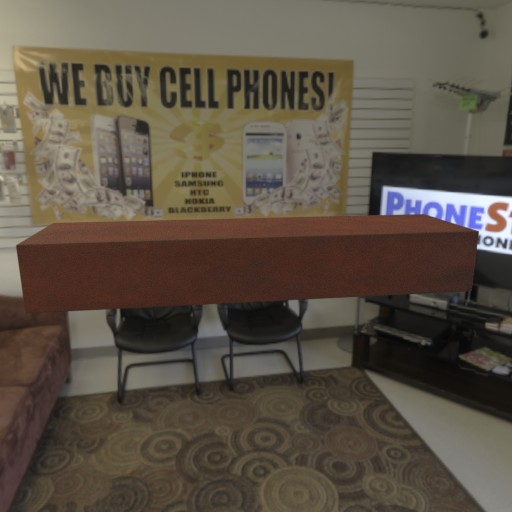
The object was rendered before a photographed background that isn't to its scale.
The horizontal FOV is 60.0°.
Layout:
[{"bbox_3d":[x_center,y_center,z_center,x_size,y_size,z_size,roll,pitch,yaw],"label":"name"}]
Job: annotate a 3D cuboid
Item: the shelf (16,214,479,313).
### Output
[{"bbox_3d":[0.000,0.000,0.660,0.607,0.088,0.152,-2,15,-8],"label":"shelf"}]
